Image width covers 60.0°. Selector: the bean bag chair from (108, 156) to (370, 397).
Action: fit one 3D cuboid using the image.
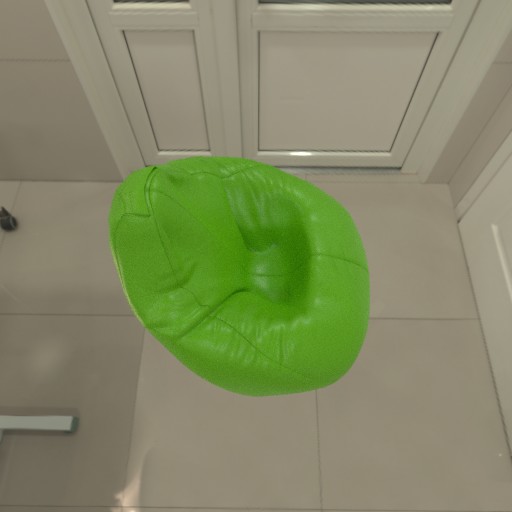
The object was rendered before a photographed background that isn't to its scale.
[{"bbox_3d":[0.000,0.000,1.896,1.070,0.990,1.070,1,63,0],"label":"bean bag chair"}]
